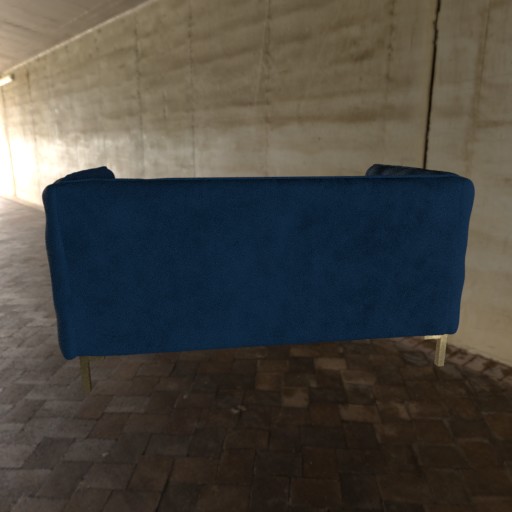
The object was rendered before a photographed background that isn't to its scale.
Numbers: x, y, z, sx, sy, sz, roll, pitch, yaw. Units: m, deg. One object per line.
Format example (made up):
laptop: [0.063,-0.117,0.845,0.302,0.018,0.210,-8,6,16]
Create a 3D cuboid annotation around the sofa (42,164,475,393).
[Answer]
sofa: [0.000,0.000,2.067,1.583,0.810,0.909,-2,14,-8]
